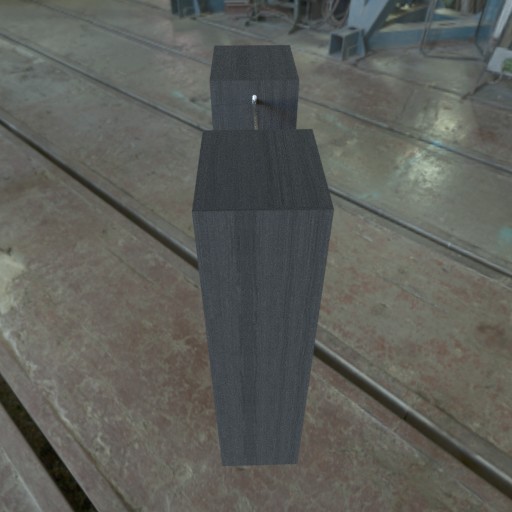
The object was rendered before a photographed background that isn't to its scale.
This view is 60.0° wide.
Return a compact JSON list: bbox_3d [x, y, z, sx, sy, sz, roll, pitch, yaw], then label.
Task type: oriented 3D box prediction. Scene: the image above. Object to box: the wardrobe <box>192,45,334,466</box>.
[{"bbox_3d":[0.000,0.000,2.819,0.480,2.000,1.770,-1,42,-1],"label":"wardrobe"}]
